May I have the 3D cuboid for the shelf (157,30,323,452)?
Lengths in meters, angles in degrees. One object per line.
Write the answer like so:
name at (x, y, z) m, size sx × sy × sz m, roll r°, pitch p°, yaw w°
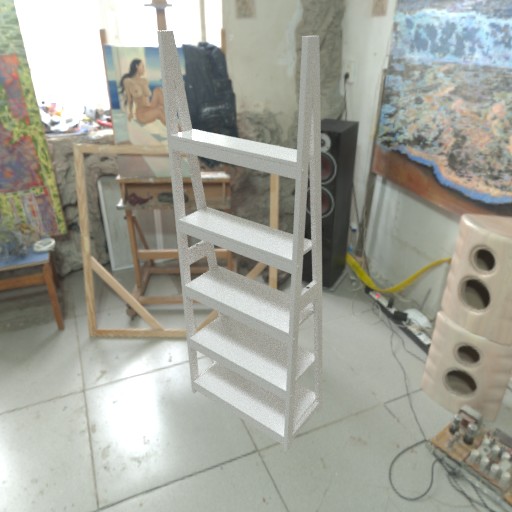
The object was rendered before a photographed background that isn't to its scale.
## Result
shelf at (0.000, 0.000, 1.968) m, size 0.636 × 1.779 × 0.341 m, roll 20°, pitch 35°, yaw 32°
